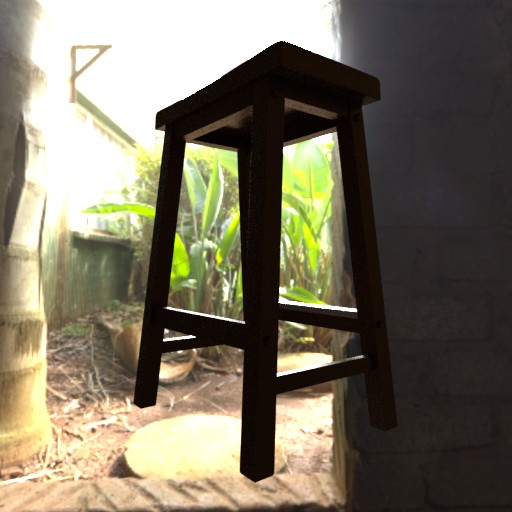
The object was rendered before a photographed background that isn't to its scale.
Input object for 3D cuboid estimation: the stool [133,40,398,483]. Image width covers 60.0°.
[{"bbox_3d":[0.000,0.000,0.850,0.322,0.610,0.406,0,0,-38],"label":"stool"}]
